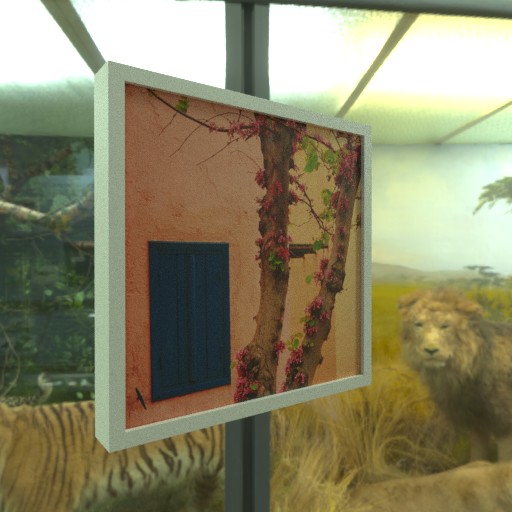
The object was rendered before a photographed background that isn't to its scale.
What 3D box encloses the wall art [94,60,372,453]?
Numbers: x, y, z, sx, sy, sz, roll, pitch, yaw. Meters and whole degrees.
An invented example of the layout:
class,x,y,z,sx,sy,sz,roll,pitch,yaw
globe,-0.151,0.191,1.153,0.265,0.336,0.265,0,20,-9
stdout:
class,x,y,z,sx,sy,sz,roll,pitch,yaw
wall art,0.000,0.000,0.444,0.305,0.302,0.038,0,1,-36
